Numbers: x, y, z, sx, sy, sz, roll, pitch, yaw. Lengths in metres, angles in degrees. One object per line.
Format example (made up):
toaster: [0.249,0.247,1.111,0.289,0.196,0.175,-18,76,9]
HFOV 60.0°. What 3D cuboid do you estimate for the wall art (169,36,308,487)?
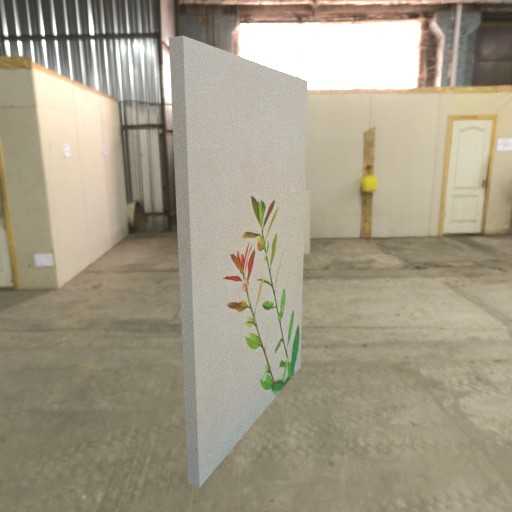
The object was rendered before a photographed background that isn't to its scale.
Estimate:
wall art: [0.000,0.000,1.421,0.038,1.143,0.764,7,16,26]
